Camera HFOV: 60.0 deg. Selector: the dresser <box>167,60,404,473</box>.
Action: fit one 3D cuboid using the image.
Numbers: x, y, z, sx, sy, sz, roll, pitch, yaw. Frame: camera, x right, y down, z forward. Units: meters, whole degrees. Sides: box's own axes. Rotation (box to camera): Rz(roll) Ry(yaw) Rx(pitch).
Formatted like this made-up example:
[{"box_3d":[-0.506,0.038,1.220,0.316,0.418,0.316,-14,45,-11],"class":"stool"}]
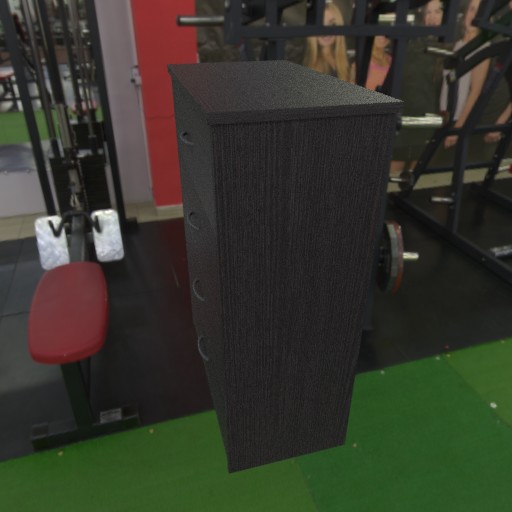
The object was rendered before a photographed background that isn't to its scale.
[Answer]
[{"box_3d":[0.000,0.000,1.359,0.399,1.020,0.704,-8,31,-13],"class":"dresser"}]
